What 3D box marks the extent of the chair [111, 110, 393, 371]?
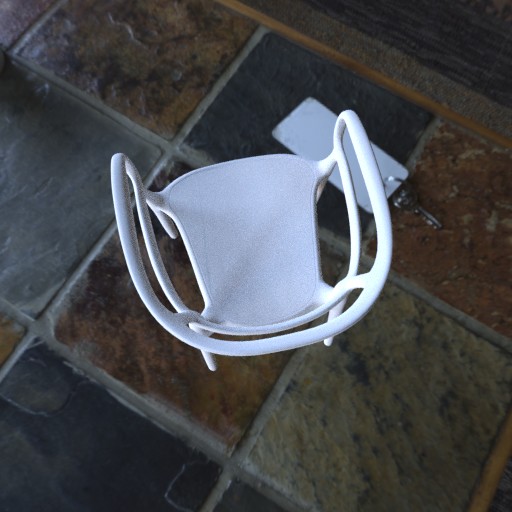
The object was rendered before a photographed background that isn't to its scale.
[{"bbox_3d":[0.000,0.000,1.158,0.559,0.761,0.527,-12,76,-3],"label":"chair"}]
